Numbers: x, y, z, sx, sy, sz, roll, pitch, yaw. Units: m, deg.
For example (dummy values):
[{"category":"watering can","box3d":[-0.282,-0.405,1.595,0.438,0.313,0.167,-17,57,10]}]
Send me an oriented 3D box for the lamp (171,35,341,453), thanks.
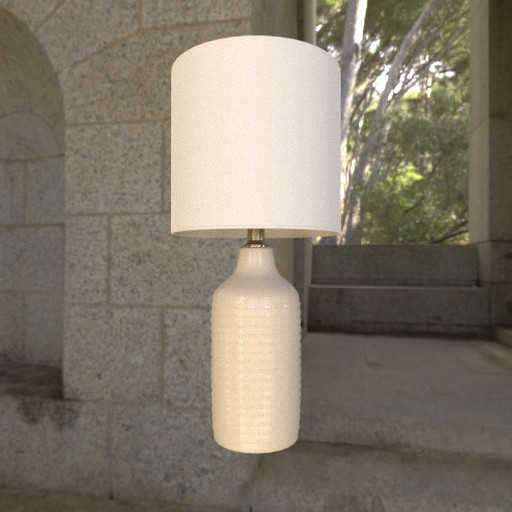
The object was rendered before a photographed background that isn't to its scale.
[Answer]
[{"category":"lamp","box3d":[0.000,0.000,0.586,0.220,0.475,0.220,0,-1,-18]}]
